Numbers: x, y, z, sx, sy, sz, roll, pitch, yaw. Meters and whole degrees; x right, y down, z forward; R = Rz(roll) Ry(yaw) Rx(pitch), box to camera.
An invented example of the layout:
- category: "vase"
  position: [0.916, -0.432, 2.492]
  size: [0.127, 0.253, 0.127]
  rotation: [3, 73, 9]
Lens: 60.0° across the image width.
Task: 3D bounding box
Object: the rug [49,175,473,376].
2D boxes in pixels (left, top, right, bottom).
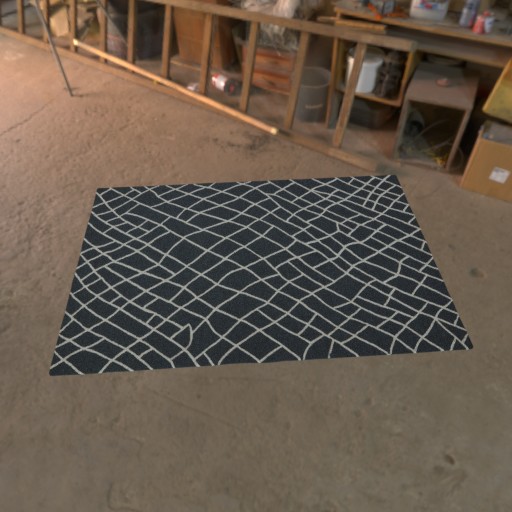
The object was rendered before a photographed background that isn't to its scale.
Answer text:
- category: "rug"
  position: [0.000, 0.000, 2.300]
  size: [1.830, 0.013, 1.223]
  rotation: [-3, 48, -3]
